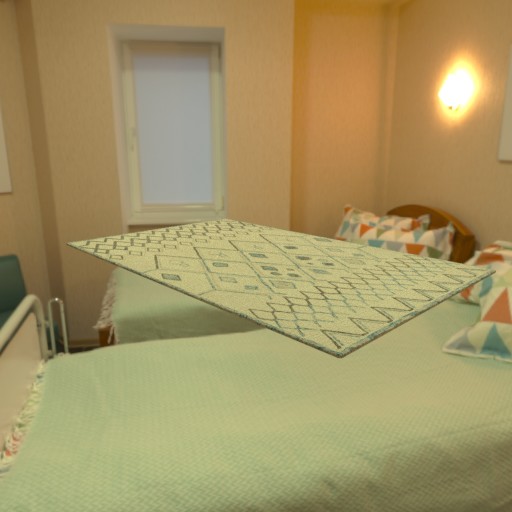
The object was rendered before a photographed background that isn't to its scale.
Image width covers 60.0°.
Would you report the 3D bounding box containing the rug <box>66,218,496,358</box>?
[{"bbox_3d":[0.000,0.000,2.907,1.524,0.015,2.439,-14,20,-42],"label":"rug"}]
